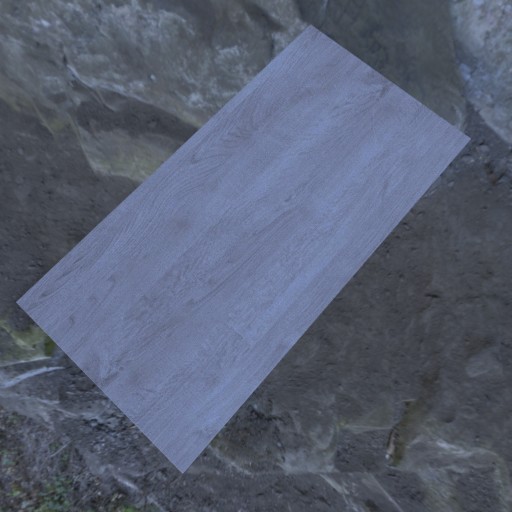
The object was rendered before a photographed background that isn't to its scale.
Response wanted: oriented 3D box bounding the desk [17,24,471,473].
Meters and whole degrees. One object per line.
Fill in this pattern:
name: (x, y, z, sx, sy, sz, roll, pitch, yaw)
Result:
desk: (0.000, 0.000, 1.476, 0.560, 0.735, 1.097, 41, 78, 11)
